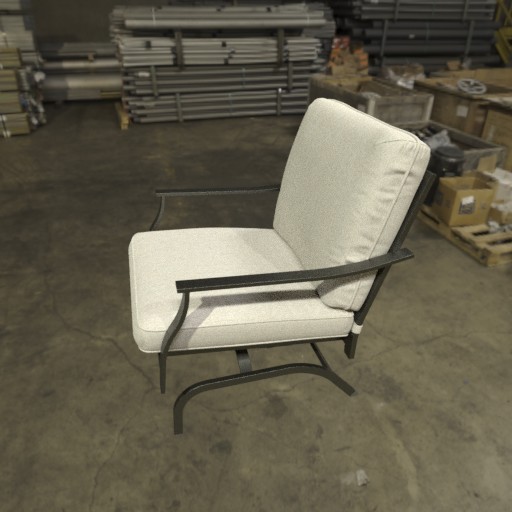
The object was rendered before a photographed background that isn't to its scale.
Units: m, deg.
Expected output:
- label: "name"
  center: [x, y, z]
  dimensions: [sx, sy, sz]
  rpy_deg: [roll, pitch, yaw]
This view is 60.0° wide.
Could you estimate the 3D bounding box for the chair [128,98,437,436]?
- label: "chair"
  center: [0.000, 0.000, 1.407]
  dimensions: [0.787, 0.860, 0.650]
  rpy_deg: [-8, 30, -13]
